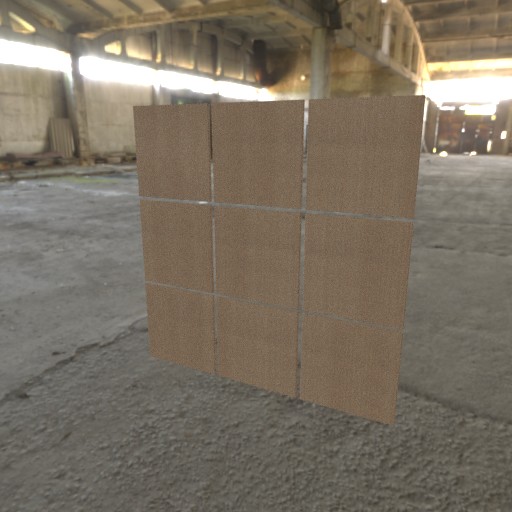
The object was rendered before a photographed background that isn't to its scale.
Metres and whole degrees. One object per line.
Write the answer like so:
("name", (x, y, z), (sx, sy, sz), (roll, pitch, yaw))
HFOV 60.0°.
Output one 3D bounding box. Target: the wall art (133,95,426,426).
("wall art", (0.000, 0.000, 1.846), (1.219, 1.218, 0.013), (8, 17, 27))
